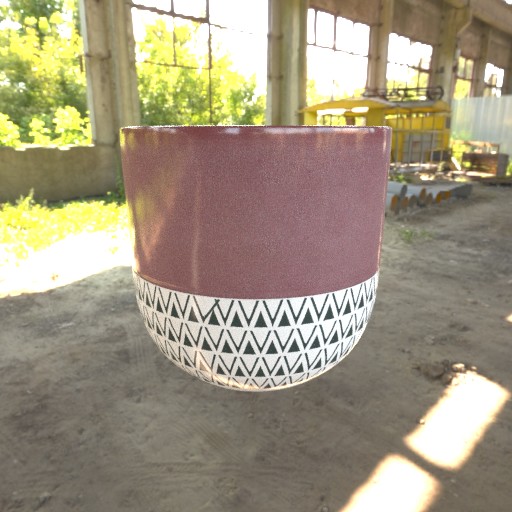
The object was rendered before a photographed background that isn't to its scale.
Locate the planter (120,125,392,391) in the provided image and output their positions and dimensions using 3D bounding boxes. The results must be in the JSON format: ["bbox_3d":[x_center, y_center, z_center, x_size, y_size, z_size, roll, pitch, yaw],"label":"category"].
[{"bbox_3d":[0.000,0.000,0.485,0.266,0.270,0.266,0,15,0],"label":"planter"}]
